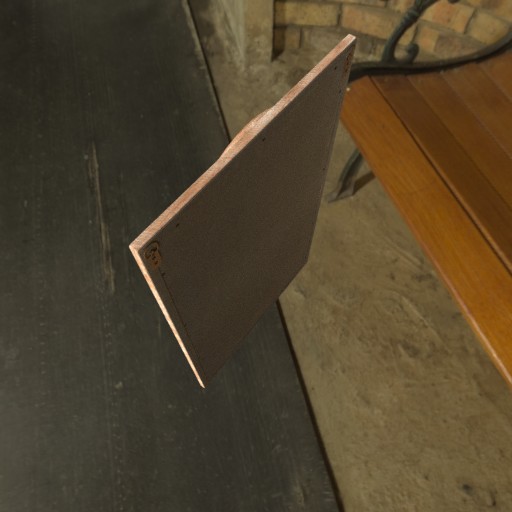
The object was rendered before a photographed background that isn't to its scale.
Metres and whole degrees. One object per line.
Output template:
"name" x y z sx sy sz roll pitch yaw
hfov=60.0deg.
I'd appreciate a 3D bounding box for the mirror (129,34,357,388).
"mirror" 0.000 0.000 0.968 0.058 0.787 0.495 34 67 17
